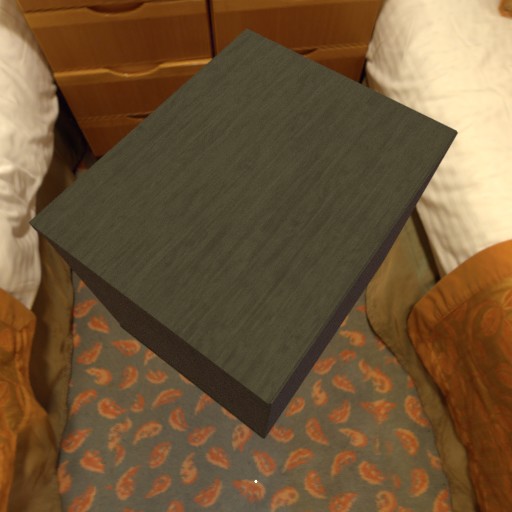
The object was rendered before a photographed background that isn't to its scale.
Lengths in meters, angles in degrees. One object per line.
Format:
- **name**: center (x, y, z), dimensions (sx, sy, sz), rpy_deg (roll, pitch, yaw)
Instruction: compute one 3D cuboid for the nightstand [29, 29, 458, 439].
- **nightstand**: center (0.000, 0.000, 0.748), dimensions (0.347, 0.448, 0.427), rpy_deg (33, 68, 16)
